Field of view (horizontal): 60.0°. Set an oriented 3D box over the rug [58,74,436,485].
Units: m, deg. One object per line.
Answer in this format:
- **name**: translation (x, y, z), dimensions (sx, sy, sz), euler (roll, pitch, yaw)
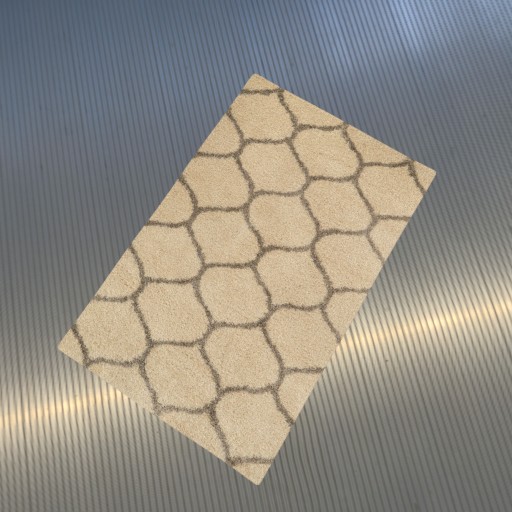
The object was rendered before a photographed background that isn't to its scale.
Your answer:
- **rug**: translation (0.000, 0.000, 2.939), dimensions (1.501, 0.024, 2.348), euler (31, 78, 7)
